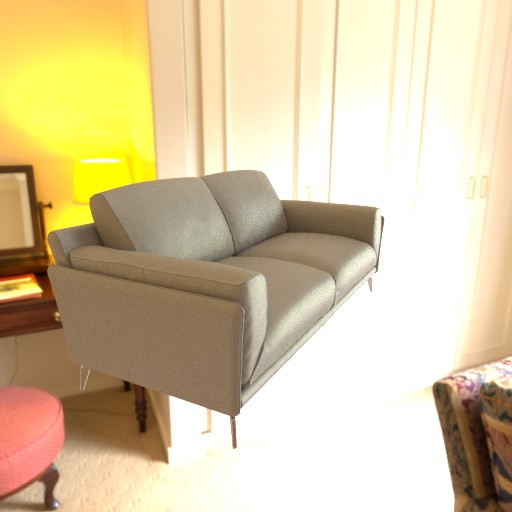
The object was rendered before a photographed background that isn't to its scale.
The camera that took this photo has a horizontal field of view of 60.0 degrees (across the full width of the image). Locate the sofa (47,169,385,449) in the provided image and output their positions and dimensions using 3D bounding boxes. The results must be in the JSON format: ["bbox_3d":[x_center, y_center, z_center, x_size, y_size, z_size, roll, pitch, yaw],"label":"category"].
[{"bbox_3d":[0.000,0.000,2.649,1.049,0.930,2.101,8,17,28],"label":"sofa"}]
